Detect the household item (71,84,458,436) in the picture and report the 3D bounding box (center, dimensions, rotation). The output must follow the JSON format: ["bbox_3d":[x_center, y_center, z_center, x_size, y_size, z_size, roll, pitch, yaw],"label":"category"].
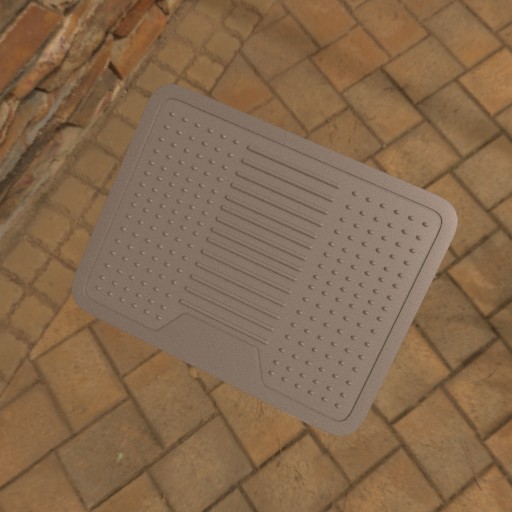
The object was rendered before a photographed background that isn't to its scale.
[{"bbox_3d":[0.000,0.000,0.541,0.390,0.126,0.301,25,77,6],"label":"household item"}]
